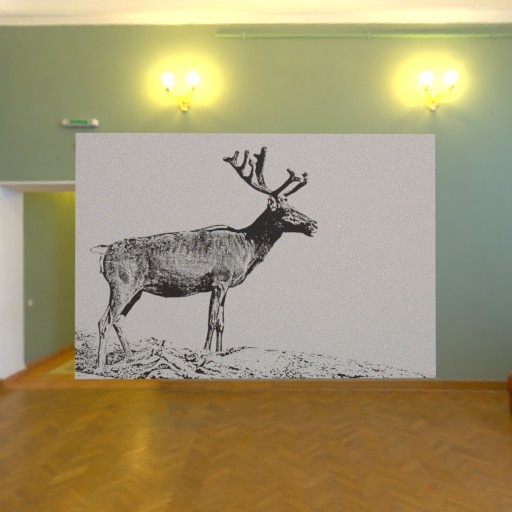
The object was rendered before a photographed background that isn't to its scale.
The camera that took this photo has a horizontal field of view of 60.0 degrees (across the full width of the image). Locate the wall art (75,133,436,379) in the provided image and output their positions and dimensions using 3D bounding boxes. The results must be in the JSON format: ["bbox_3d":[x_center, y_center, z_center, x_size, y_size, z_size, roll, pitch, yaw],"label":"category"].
[{"bbox_3d":[0.000,0.000,0.487,0.381,0.259,0.038,0,0,-1],"label":"wall art"}]
